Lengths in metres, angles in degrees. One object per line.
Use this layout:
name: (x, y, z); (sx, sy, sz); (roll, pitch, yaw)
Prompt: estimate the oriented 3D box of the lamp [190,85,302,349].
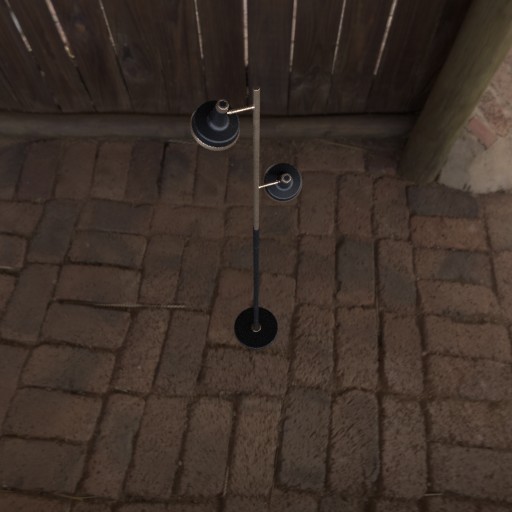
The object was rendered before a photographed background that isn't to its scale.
lamp: (0.000, 0.000, 1.825); (0.351, 1.674, 0.253); (-16, 61, -9)
